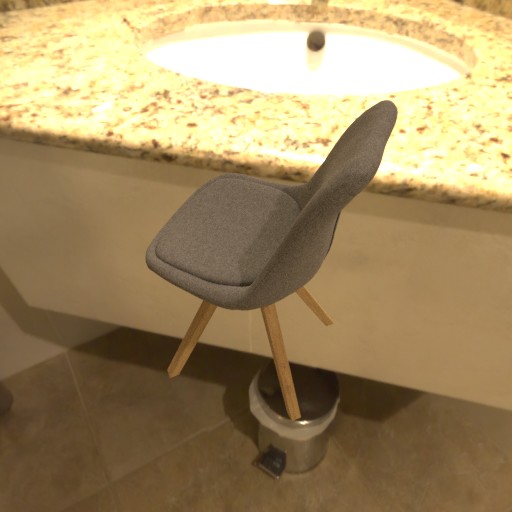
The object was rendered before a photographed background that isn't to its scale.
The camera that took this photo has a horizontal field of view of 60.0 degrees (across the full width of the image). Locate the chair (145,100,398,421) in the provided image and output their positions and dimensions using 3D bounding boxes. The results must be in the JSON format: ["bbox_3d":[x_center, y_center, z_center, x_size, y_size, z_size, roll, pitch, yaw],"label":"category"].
[{"bbox_3d":[0.000,0.000,1.214,0.550,0.865,0.483,16,47,16],"label":"chair"}]
